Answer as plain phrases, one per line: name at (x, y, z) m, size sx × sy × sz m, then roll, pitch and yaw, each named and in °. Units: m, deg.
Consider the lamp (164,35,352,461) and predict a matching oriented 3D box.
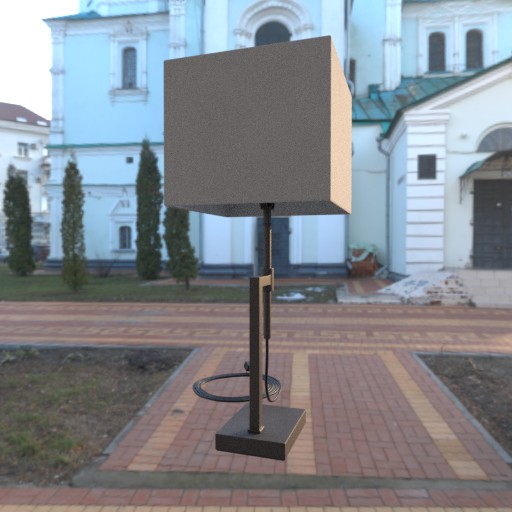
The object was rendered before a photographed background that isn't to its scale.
lamp at (0.000, 0.000, 0.958) m, size 0.399 × 0.660 × 0.504 m, roll 0°, pitch 1°, yaw 18°
